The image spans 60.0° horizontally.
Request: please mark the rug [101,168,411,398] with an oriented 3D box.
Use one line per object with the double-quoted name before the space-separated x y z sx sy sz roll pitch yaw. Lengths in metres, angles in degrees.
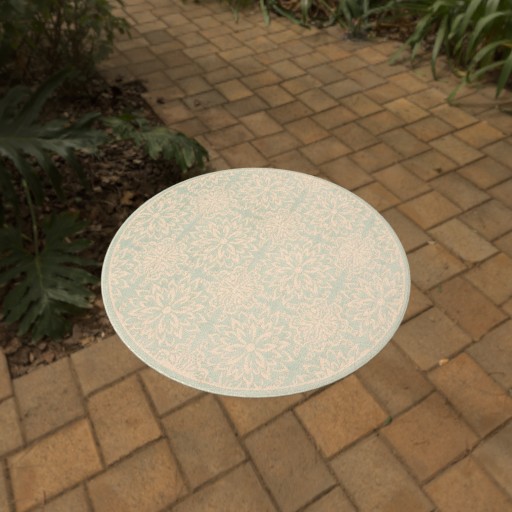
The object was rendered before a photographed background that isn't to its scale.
"rug" 0.000 0.000 2.346 1.593 0.012 1.593 0 46 0
